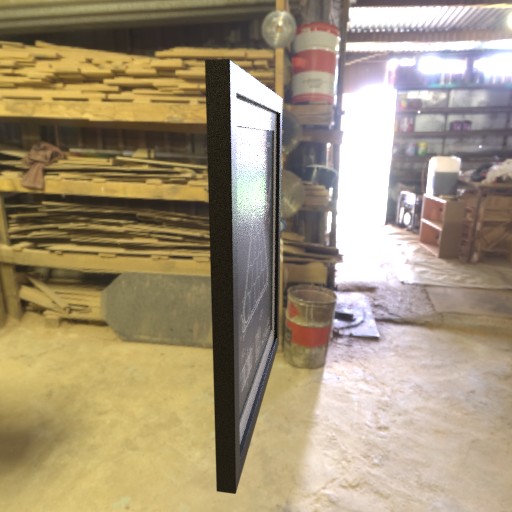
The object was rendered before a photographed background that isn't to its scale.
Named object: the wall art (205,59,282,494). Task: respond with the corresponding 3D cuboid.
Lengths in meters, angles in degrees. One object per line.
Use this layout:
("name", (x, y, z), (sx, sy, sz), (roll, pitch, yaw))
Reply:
("wall art", (0.000, 0.000, 0.702), (0.025, 0.508, 0.432), (3, 15, 10))
